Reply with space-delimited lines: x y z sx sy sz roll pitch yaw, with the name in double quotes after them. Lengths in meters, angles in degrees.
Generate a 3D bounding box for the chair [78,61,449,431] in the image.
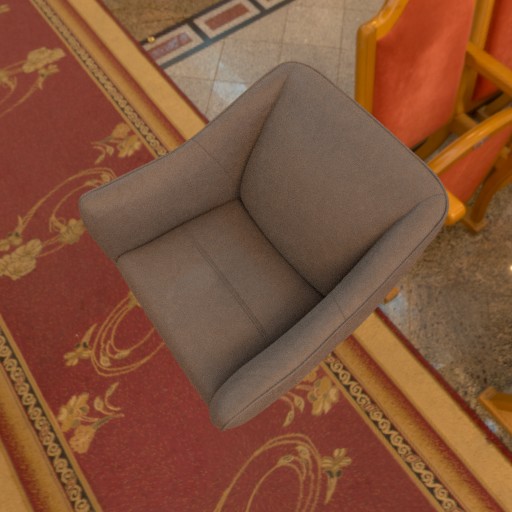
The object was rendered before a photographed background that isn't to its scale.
0.000 0.000 1.540 0.852 0.830 0.871 -33 68 -16 "chair"
